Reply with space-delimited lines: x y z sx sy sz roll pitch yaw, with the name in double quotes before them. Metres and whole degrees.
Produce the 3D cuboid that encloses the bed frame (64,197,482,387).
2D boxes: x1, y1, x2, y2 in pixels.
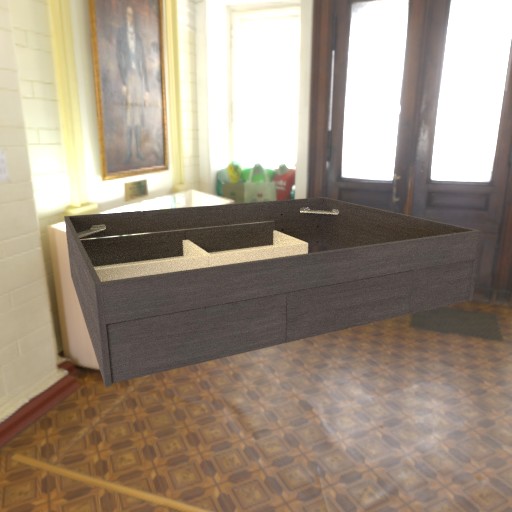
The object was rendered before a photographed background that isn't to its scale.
"bed frame" 0.000 0.000 2.602 1.944 0.459 1.448 -8 17 -25
